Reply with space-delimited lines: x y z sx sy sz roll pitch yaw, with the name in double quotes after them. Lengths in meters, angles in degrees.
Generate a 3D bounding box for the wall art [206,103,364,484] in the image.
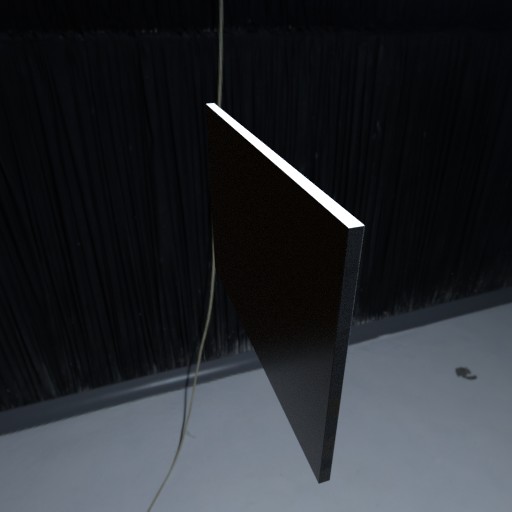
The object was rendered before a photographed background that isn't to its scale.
0.000 0.000 1.182 0.027 0.610 0.932 -9 31 -16 "wall art"
